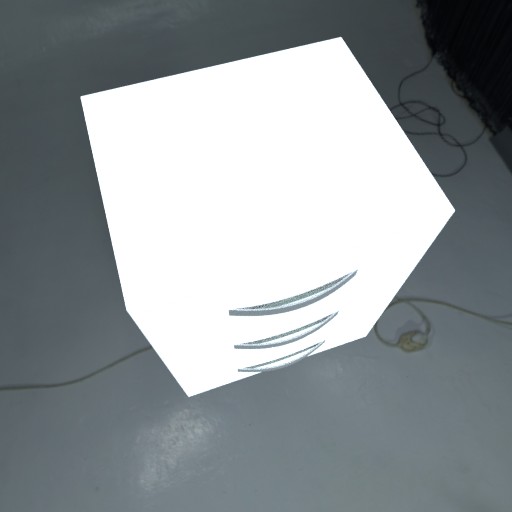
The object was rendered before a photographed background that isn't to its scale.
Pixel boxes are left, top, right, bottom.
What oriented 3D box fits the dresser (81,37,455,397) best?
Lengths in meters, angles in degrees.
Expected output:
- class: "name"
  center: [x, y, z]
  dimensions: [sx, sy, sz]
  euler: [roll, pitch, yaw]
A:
- class: "dresser"
  center: [0.000, 0.000, 0.822]
  dimensions: [0.400, 0.560, 0.360]
  euler: [-17, 63, -9]
